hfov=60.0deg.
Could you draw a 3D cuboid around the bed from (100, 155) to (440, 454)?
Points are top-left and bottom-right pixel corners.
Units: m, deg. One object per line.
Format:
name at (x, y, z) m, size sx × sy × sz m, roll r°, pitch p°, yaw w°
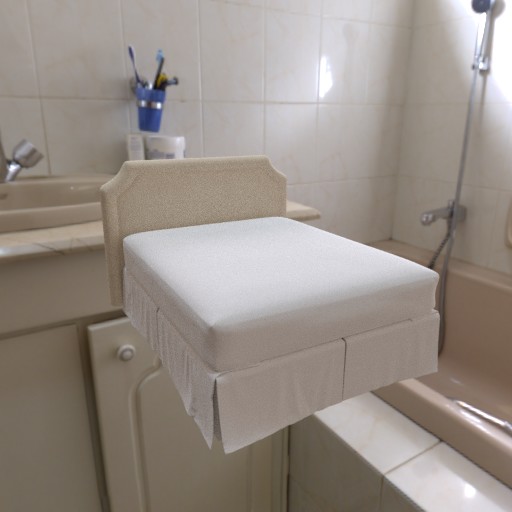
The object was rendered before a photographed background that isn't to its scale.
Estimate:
bed at (0.000, 0.000, 3.333) m, size 1.827 × 1.296 × 2.209 m, roll -9°, pitch 19°, yaw -27°
